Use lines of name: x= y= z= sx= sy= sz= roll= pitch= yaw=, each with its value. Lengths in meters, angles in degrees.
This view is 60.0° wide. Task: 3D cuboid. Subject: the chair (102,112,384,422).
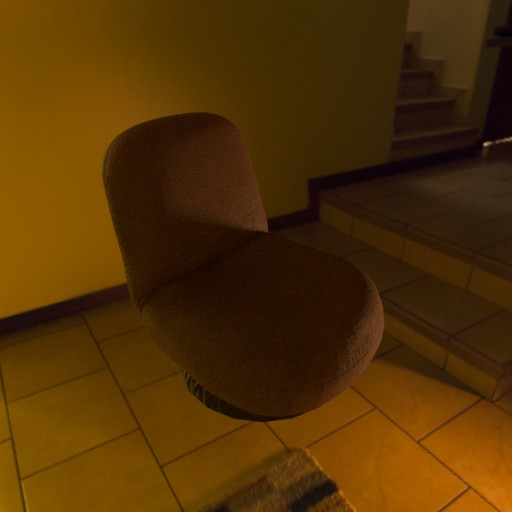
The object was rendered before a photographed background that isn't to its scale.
chair: x=0.000 y=0.000 z=1.036 sx=0.597 sy=0.594 sz=0.521 roll=19 pitch=32 yaw=33
